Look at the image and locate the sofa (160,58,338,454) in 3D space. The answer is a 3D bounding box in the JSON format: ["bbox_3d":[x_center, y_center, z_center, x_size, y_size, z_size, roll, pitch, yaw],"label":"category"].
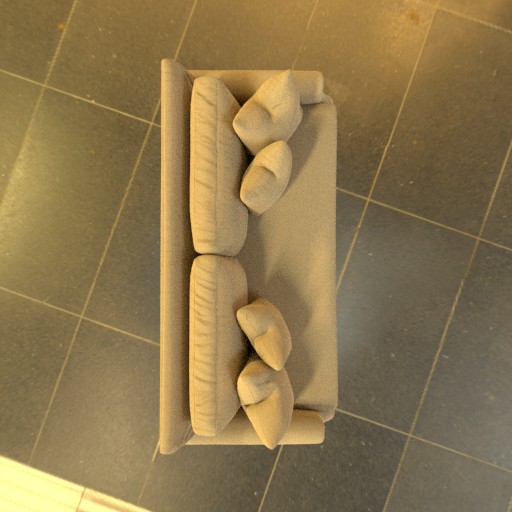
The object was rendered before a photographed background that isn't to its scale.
[{"bbox_3d":[0.000,0.000,2.771,1.067,0.904,2.285,0,89,1],"label":"sofa"}]
